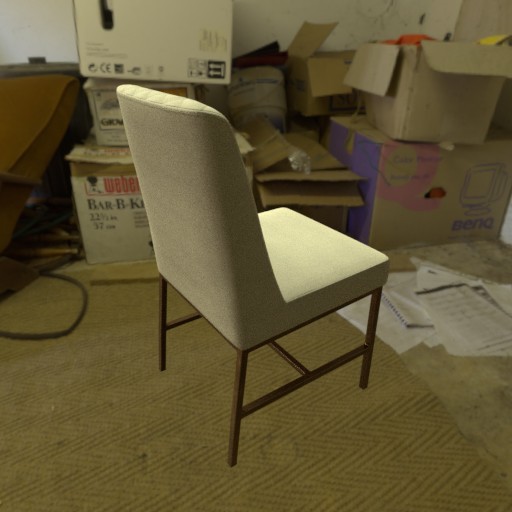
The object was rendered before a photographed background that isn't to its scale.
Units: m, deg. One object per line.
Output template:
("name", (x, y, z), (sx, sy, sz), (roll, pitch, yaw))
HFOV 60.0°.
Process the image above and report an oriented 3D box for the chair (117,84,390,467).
("chair", (0.000, 0.000, 1.275), (0.597, 0.933, 0.503), (-17, 32, -30))
